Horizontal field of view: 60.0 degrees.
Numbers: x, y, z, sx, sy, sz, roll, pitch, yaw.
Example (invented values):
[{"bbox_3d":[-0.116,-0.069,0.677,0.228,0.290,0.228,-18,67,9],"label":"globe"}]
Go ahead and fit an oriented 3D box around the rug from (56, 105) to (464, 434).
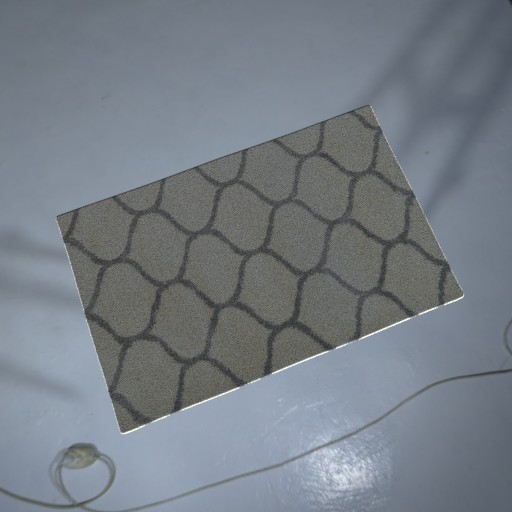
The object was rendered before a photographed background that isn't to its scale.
[{"bbox_3d":[0.000,0.000,2.957,2.348,0.024,1.501,-21,78,-5],"label":"rug"}]
